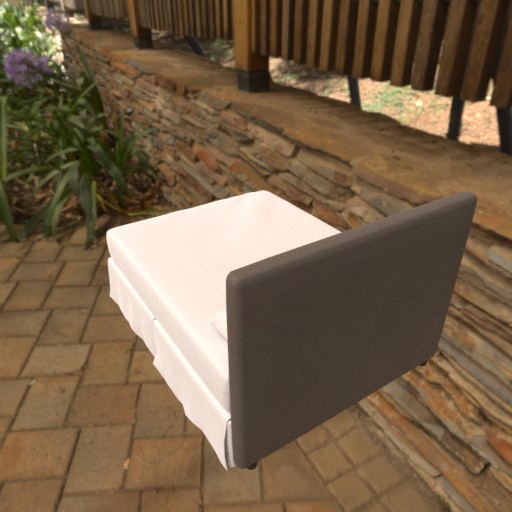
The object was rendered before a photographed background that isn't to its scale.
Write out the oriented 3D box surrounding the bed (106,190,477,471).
[{"bbox_3d":[0.000,0.000,3.232,1.723,1.330,2.142,-18,35,-28],"label":"bed"}]
